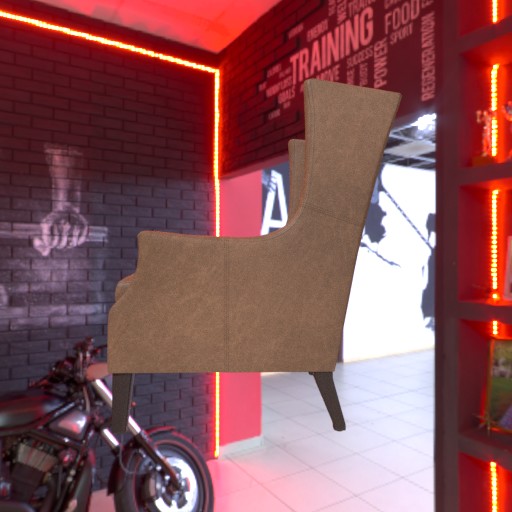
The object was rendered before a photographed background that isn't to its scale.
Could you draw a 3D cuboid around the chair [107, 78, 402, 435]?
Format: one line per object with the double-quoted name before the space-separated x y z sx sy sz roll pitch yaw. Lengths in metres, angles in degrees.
"chair" 0.000 0.000 1.715 0.913 1.088 0.815 0 -1 0
